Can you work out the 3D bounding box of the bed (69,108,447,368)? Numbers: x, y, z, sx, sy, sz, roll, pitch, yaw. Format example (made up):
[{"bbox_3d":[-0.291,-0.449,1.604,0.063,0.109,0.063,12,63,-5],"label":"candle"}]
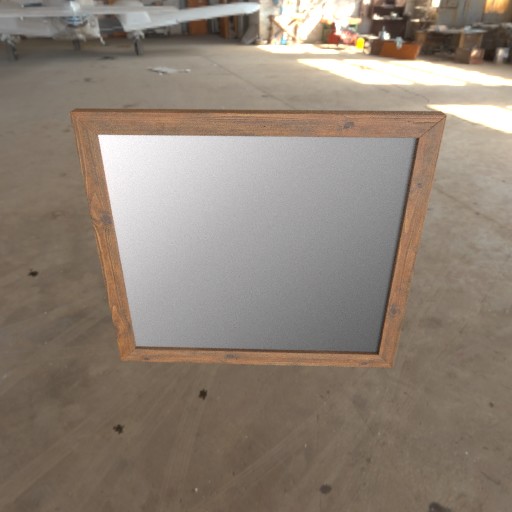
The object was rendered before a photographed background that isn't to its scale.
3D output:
[{"bbox_3d":[0.000,0.000,1.484,1.046,0.942,0.046,1,30,2],"label":"bed"}]
